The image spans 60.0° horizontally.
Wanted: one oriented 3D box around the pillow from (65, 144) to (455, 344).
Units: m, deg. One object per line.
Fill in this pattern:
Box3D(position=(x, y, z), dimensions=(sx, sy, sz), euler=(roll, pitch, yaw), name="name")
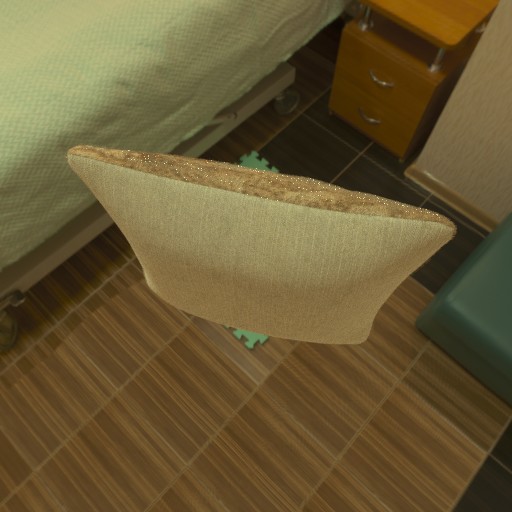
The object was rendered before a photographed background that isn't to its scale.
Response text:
Box3D(position=(0.000, 0.000, 0.817), dimensions=(0.538, 0.525, 0.216), euler=(13, 65, 6), name="pillow")
